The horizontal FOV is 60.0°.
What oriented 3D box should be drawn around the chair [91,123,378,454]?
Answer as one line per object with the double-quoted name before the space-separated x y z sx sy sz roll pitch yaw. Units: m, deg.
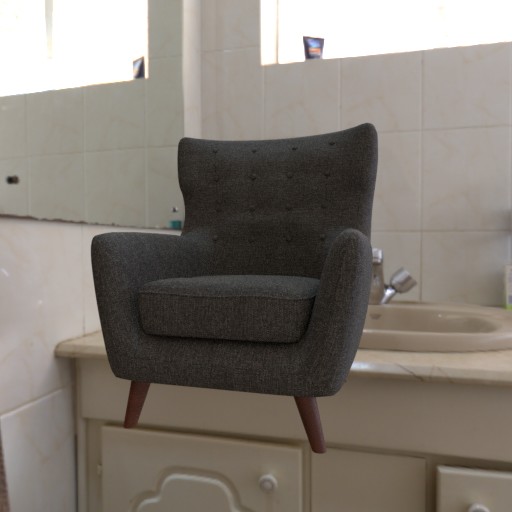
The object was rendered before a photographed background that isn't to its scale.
"chair" 0.000 0.000 1.678 0.878 1.063 0.904 0 1 16
